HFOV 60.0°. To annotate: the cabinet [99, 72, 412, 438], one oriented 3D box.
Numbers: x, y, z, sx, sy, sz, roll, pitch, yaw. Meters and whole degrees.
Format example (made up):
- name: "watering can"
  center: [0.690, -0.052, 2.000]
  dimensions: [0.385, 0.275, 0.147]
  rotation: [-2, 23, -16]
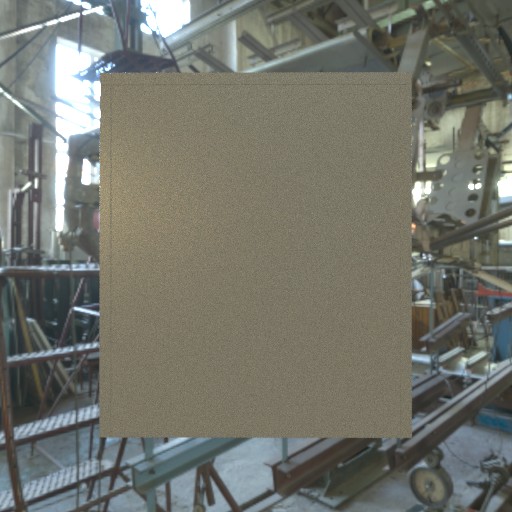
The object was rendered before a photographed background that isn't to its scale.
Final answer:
- name: "cabinet"
  center: [0.000, 0.000, 0.748]
  dimensions: [0.400, 0.470, 0.360]
  rotation: [0, 0, 0]
